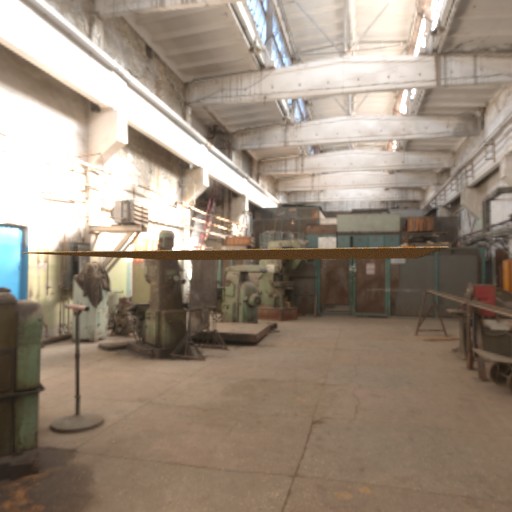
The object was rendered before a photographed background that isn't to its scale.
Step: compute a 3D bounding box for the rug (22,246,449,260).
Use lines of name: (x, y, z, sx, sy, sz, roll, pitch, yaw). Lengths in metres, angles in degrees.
rug: (0.000, 0.000, 4.152, 3.037, 0.011, 2.433, -1, -2, 16)
